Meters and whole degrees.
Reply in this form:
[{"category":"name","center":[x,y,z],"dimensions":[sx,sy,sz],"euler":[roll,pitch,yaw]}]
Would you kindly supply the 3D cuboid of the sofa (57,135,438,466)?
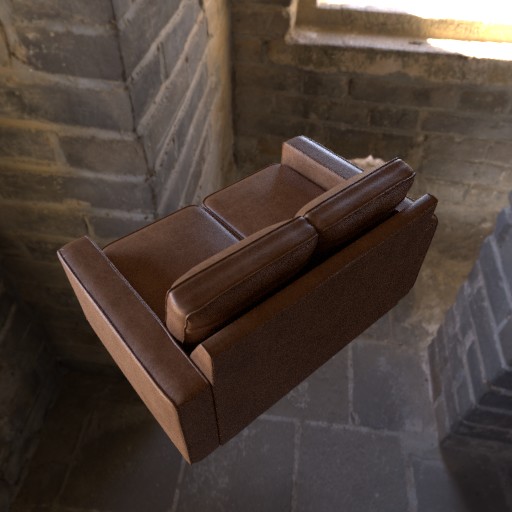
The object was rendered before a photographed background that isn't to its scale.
[{"category":"sofa","center":[0.000,0.000,2.145],"dimensions":[1.532,0.896,1.020],"euler":[-31,53,-26]}]
